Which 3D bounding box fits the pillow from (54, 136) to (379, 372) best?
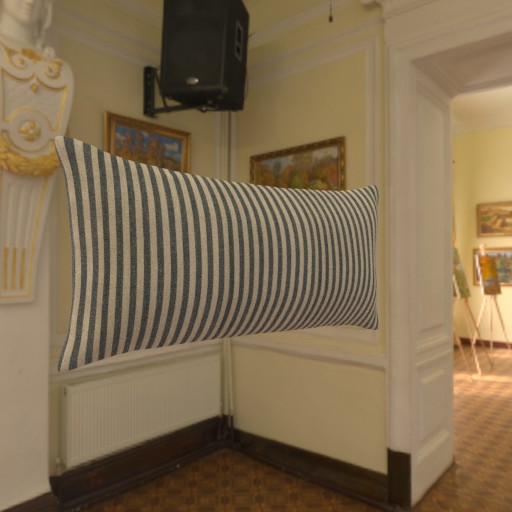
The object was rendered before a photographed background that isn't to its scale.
[{"bbox_3d":[0.000,0.000,0.729,0.617,0.295,0.151,0,-1,-36],"label":"pillow"}]
